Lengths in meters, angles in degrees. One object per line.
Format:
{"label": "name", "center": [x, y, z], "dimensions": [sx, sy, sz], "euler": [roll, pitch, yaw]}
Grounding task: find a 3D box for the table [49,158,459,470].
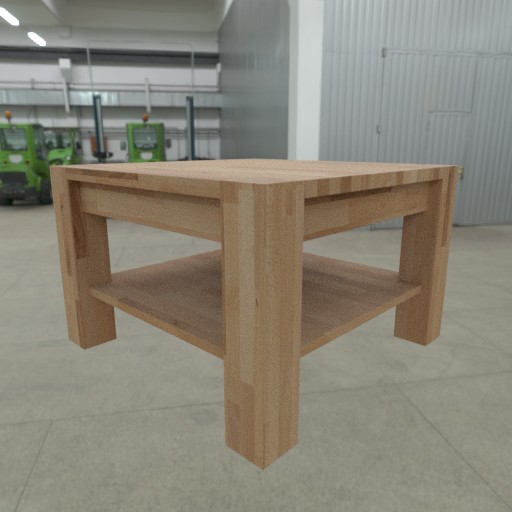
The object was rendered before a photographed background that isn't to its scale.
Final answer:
{"label": "table", "center": [0.000, 0.000, 1.126], "dimensions": [0.700, 0.451, 0.700], "euler": [13, 19, 42]}
